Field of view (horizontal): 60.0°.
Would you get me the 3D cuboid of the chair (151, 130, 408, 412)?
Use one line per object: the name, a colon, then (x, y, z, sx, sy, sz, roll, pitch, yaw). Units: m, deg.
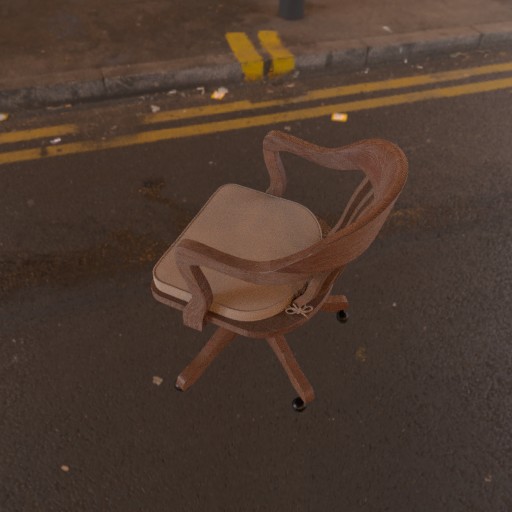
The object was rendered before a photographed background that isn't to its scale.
chair: (0.000, 0.000, 1.486, 0.788, 0.878, 0.750, 18, 49, 16)
